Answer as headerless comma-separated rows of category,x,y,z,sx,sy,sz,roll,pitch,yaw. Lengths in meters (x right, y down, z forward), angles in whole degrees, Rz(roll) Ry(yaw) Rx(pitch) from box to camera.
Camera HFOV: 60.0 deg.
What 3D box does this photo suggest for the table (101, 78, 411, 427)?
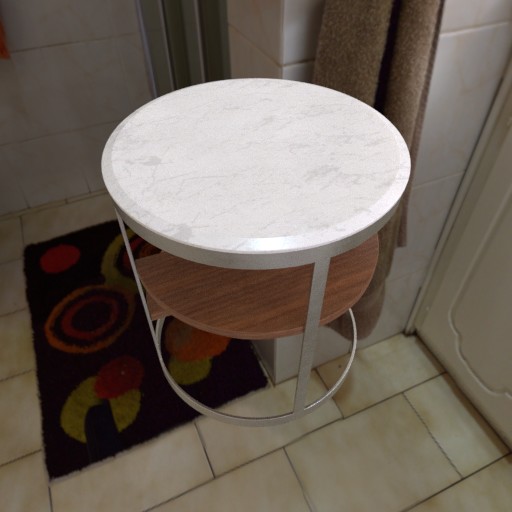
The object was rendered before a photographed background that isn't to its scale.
table,0.000,0.000,0.756,0.407,0.447,0.407,0,46,0
